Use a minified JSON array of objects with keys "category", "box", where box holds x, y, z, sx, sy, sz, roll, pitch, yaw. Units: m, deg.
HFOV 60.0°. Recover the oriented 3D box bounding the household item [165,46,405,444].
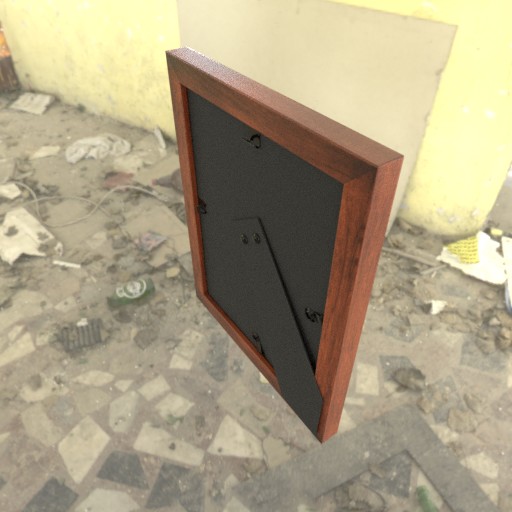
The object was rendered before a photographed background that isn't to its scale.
[{"category":"household item","box":[0.000,0.000,0.337,0.020,0.250,0.200,-25,47,-26]}]
